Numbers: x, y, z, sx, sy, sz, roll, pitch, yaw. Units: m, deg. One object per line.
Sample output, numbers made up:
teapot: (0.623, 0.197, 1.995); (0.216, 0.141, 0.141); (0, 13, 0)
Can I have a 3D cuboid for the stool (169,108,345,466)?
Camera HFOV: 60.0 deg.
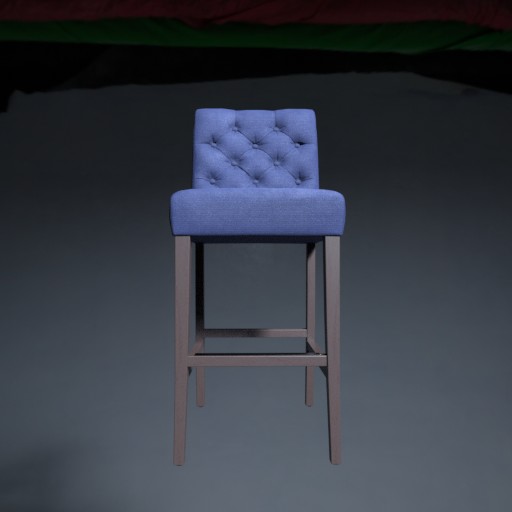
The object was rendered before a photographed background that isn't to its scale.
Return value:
stool: (0.000, 0.000, 1.486); (0.493, 1.140, 0.601); (0, 0, -1)
